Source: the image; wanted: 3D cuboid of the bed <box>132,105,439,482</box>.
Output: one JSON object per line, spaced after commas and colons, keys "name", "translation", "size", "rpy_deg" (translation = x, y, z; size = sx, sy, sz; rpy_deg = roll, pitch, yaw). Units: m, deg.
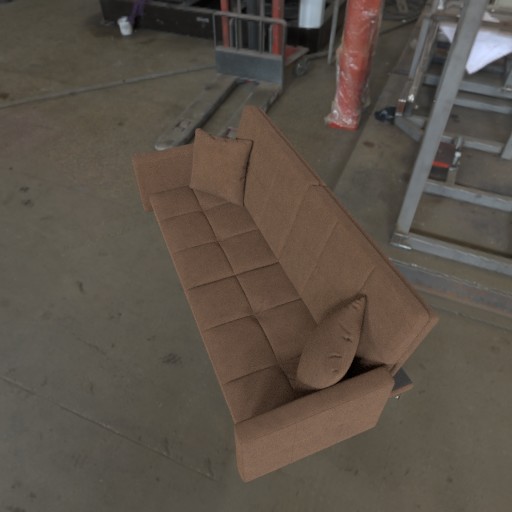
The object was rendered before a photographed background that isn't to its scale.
{"name": "bed", "translation": [0.000, 0.000, 2.342], "size": [0.889, 0.787, 1.905], "rpy_deg": [-16, 48, -15]}
